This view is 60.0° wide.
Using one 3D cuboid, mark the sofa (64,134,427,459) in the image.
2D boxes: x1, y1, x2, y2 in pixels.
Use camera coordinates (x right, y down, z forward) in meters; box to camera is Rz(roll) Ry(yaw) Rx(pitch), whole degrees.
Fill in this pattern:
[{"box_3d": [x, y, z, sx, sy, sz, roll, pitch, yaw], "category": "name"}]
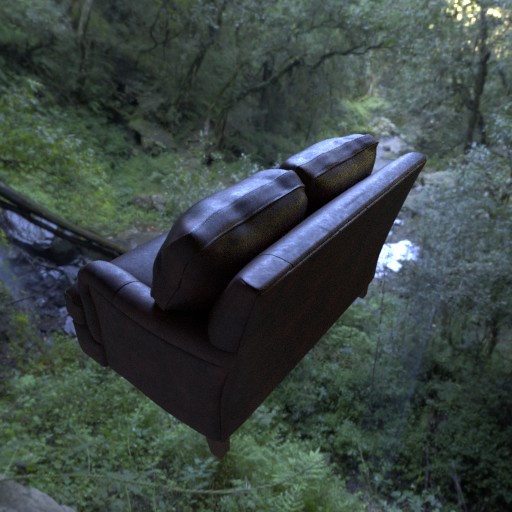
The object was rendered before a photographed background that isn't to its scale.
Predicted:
[{"box_3d": [0.000, 0.000, 2.333, 1.148, 1.070, 1.628, 21, 38, 30], "category": "sofa"}]
